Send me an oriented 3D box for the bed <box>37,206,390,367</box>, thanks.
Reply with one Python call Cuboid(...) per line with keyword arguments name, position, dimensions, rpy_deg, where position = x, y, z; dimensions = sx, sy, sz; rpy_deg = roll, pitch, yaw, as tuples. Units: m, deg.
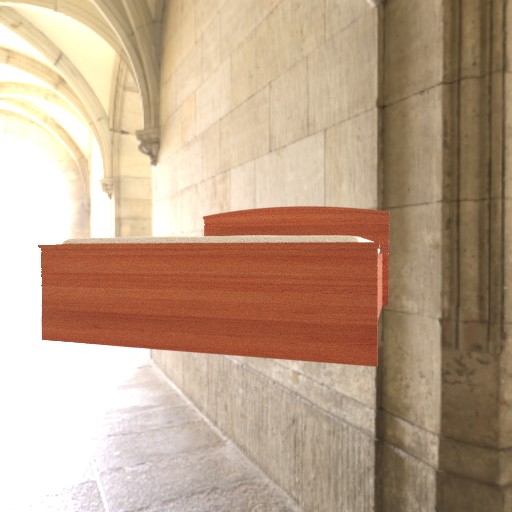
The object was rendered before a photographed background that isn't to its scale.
Cuboid(name="bed", position=(0.000, 0.000, 2.983), dimensions=(1.683, 0.848, 2.053), rpy_deg=(0, 1, 18))
